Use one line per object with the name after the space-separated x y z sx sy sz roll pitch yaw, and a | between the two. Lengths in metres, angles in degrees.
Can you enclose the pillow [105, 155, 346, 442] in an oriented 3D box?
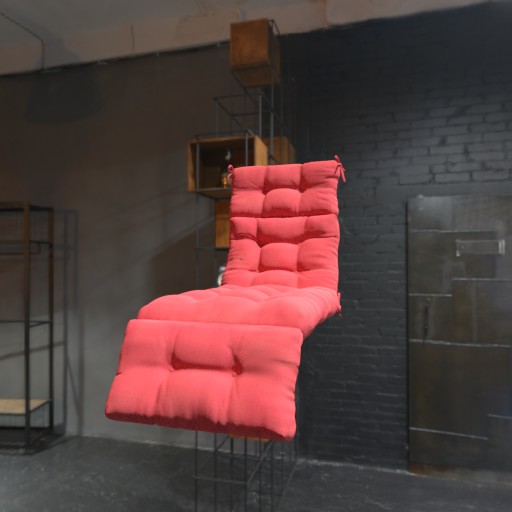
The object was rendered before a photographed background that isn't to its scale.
0.000 0.000 1.512 0.526 0.863 1.016 0 -1 18 | pillow
